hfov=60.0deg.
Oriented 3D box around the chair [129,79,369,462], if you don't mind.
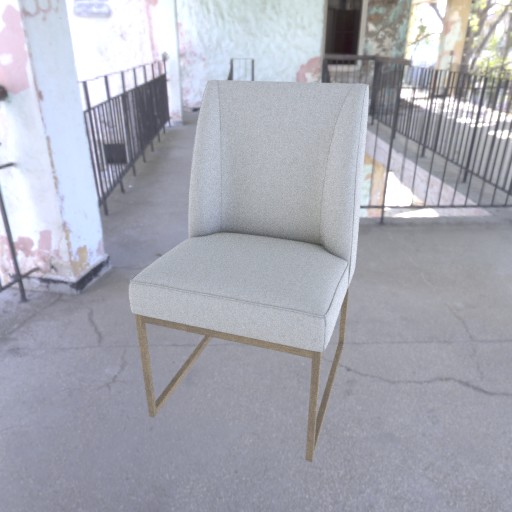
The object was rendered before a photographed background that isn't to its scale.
[{"bbox_3d":[0.000,0.000,1.219,0.508,0.863,0.522,9,27,17],"label":"chair"}]
